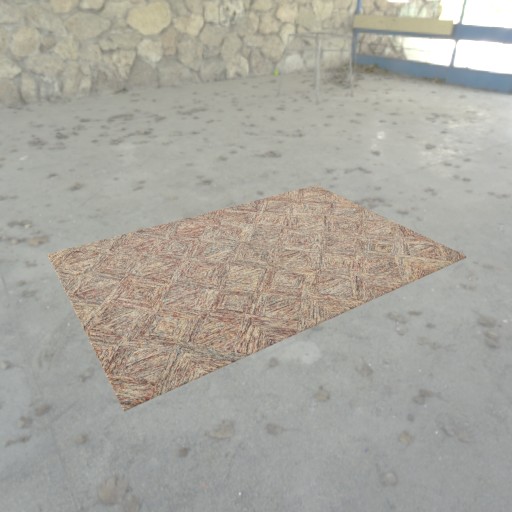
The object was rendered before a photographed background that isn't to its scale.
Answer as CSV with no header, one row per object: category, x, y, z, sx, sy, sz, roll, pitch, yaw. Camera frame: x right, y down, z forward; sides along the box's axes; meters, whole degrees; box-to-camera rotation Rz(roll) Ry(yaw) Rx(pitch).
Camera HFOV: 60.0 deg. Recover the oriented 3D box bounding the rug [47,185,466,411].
rug,0.000,0.000,2.903,2.285,0.019,1.523,-18,35,-28
